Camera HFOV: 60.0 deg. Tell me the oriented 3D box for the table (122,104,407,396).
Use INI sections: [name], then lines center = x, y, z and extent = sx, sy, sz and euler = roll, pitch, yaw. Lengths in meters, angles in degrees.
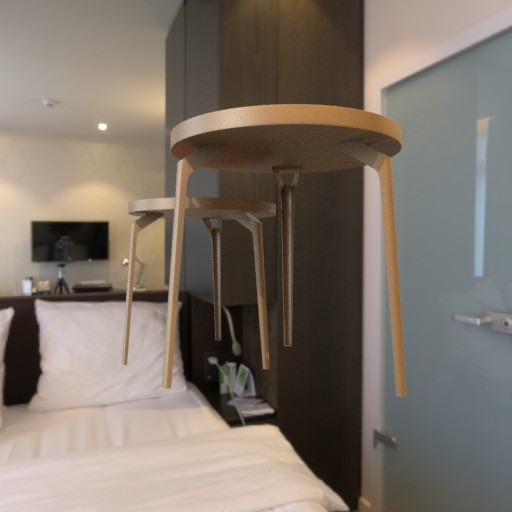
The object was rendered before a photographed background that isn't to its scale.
[table]
center = 0.000, 0.000, 1.110
extent = 0.751, 0.555, 0.532
euler = 1, 2, 36
